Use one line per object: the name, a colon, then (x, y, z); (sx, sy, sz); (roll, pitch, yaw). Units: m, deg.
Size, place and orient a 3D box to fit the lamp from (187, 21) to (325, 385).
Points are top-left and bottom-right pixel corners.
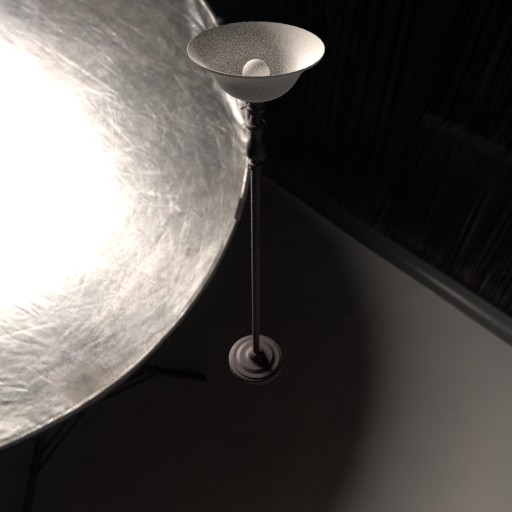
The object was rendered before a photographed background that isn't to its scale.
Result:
lamp: (0.000, 0.000, 1.960); (0.405, 1.797, 0.405); (-33, 54, -27)
